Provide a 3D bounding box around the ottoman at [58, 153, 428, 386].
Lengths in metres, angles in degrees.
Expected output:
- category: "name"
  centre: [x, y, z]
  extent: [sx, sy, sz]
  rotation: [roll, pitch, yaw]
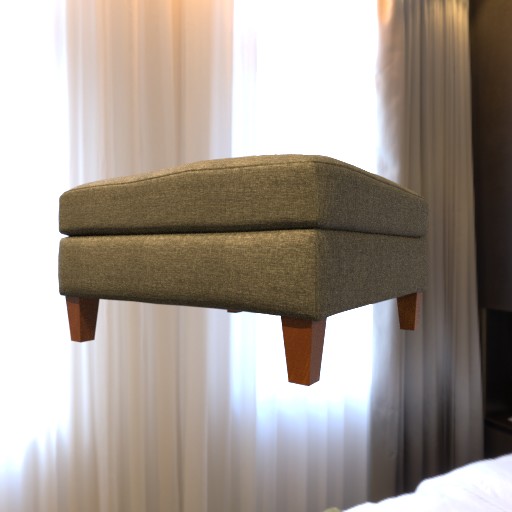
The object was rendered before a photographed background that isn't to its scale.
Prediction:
- category: "ottoman"
  centre: [0.000, 0.000, 1.360]
  extent: [0.838, 0.481, 0.838]
  rotation: [0, 1, 34]
